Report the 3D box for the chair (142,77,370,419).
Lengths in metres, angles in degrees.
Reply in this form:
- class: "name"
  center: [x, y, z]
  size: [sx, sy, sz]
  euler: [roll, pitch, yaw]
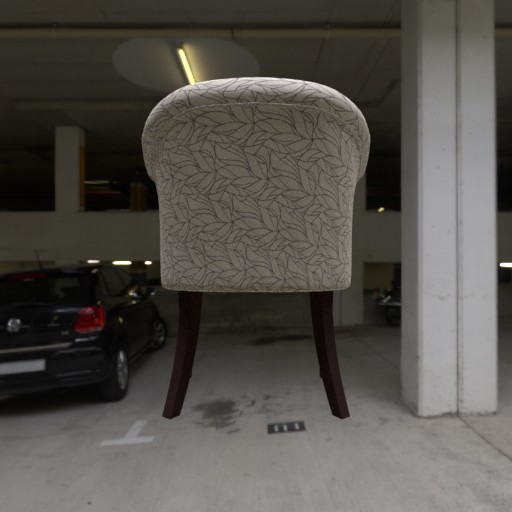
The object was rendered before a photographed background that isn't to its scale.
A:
- class: "chair"
  center: [0.000, 0.000, 1.332]
  size: [0.686, 0.858, 0.613]
  euler: [0, 0, 0]
